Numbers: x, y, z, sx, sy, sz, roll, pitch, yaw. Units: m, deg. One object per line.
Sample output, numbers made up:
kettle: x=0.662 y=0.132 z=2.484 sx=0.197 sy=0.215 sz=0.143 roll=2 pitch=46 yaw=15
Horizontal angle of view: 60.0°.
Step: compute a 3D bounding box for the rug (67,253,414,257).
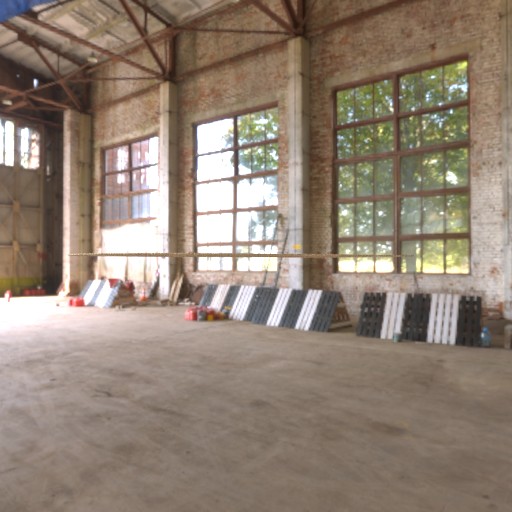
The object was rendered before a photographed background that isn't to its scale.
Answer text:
rug: x=0.000 y=0.000 z=3.087 sx=2.432 sy=0.006 sz=1.520 roll=0 pitch=-1 yaw=-34
